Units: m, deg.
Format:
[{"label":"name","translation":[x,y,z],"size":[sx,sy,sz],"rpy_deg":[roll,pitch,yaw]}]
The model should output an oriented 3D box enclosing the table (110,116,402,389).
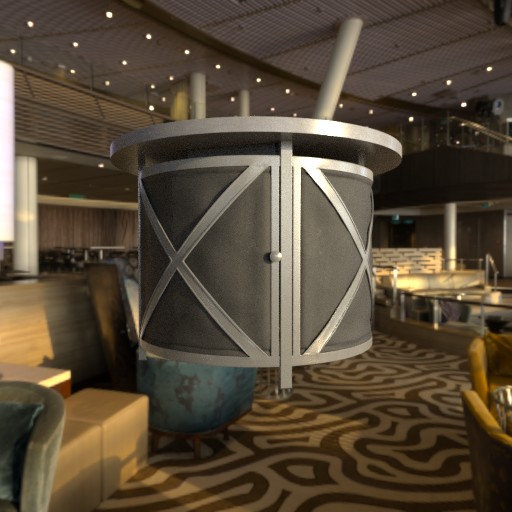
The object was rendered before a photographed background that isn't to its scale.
[{"label":"table","translation":[0.000,0.000,1.468],"size":[0.914,0.650,0.914],"rpy_deg":[0,1,0]}]
